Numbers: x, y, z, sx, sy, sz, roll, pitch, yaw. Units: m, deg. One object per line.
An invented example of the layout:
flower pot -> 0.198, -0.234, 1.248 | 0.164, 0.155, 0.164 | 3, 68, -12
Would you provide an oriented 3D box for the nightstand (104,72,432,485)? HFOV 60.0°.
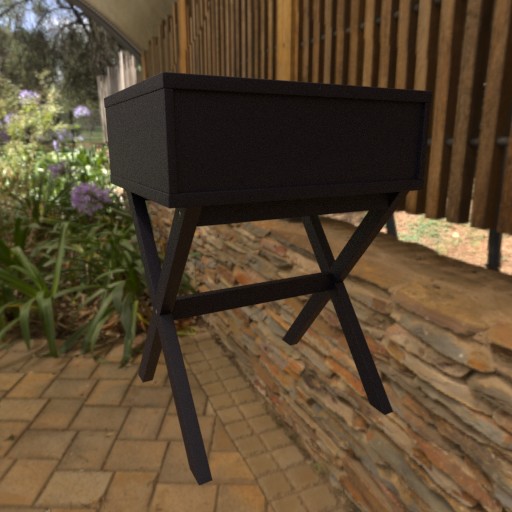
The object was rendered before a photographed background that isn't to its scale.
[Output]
nightstand -> 0.000, 0.000, 0.907 | 0.479, 0.623, 0.402 | -8, 17, -27
